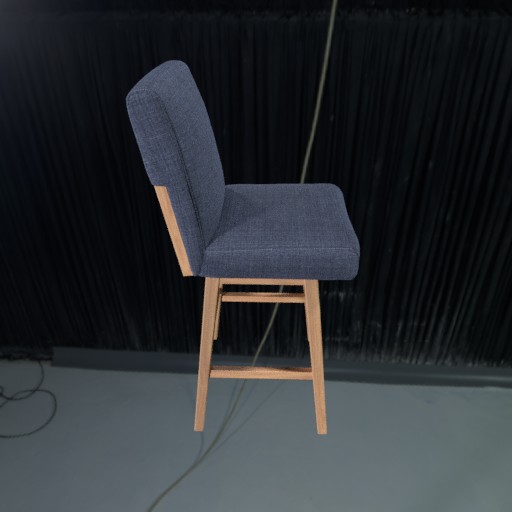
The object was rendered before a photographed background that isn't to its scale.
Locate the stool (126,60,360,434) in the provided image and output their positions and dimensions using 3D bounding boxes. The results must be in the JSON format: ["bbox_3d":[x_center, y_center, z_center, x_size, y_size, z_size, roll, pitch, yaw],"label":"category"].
[{"bbox_3d":[0.000,0.000,1.412,0.570,1.112,0.483,1,32,1],"label":"stool"}]
